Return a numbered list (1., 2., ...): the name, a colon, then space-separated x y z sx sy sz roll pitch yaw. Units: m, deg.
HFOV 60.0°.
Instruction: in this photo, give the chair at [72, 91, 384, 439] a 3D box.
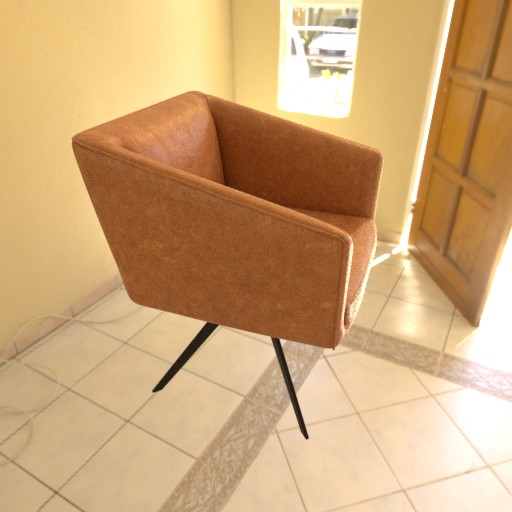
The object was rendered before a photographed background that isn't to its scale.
1. chair: 0.000 0.000 1.245 0.625 0.760 0.588 10 32 17
